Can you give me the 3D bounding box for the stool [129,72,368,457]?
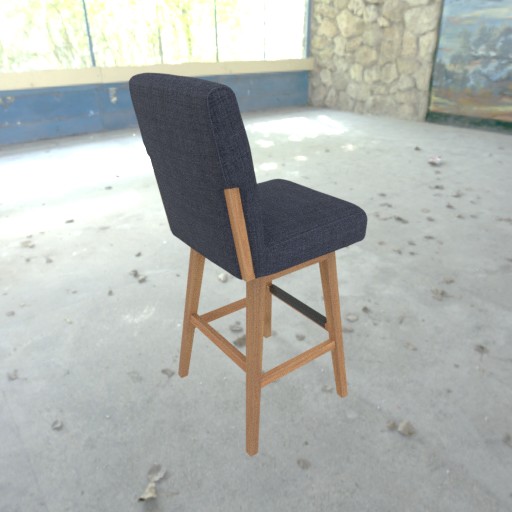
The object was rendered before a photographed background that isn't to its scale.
[{"bbox_3d":[0.000,0.000,1.436,0.570,1.112,0.483,-19,32,-33],"label":"stool"}]
